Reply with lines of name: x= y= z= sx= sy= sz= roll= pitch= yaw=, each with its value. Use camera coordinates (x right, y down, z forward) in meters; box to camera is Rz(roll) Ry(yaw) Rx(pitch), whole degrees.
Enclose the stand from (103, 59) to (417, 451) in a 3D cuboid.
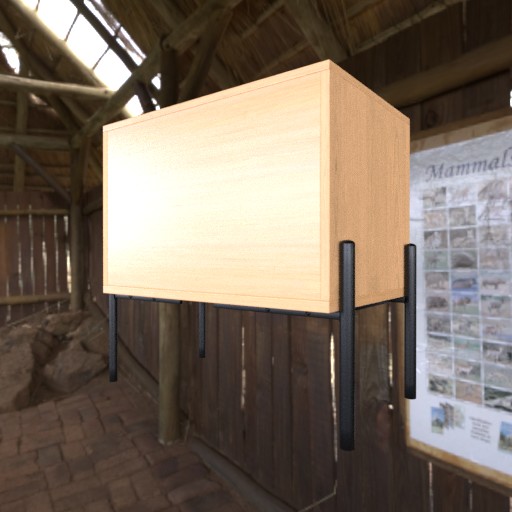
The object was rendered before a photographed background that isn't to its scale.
stand: x=0.000 y=0.000 z=1.008 sx=0.630 sy=0.600 sz=0.400 roll=0 pitch=0 yaw=37
